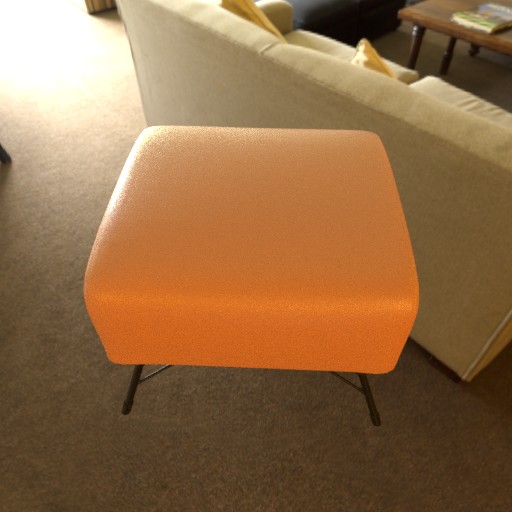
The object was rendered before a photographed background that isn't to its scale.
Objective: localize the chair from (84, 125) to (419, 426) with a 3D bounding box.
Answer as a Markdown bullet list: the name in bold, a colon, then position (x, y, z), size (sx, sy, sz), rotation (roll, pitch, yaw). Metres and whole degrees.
- **chair**: position (0.000, 0.000, 0.928), size (0.530, 0.410, 0.530), rotation (2, 47, 2)
